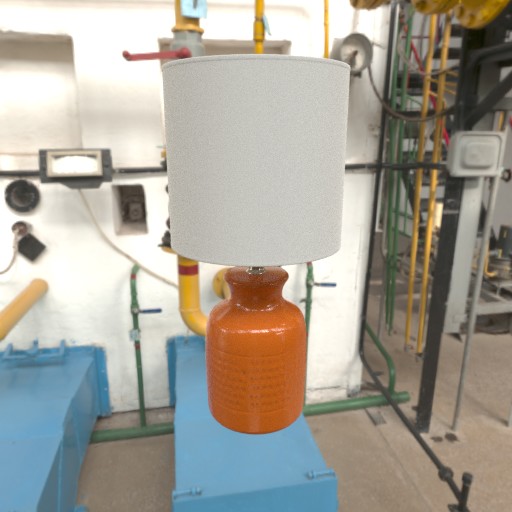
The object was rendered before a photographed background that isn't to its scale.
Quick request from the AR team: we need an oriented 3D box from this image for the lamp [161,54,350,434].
[{"bbox_3d":[0.000,0.000,1.116,0.418,0.871,0.418,-3,16,-9],"label":"lamp"}]
